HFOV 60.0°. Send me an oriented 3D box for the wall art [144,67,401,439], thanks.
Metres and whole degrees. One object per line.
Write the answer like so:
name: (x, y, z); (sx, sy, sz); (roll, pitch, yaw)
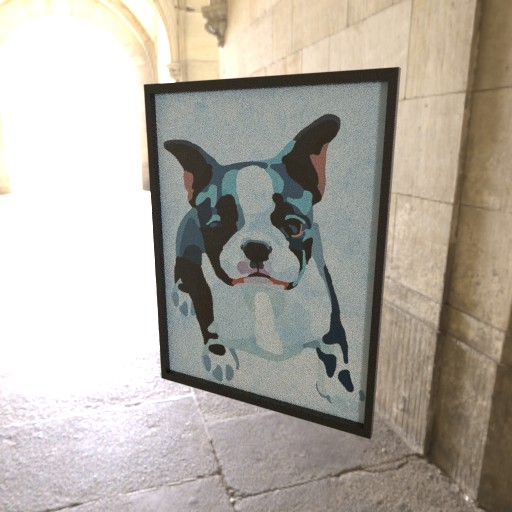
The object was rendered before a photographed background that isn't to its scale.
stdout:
wall art: (0.000, 0.000, 1.364); (0.774, 1.027, 0.030); (7, 16, 26)
